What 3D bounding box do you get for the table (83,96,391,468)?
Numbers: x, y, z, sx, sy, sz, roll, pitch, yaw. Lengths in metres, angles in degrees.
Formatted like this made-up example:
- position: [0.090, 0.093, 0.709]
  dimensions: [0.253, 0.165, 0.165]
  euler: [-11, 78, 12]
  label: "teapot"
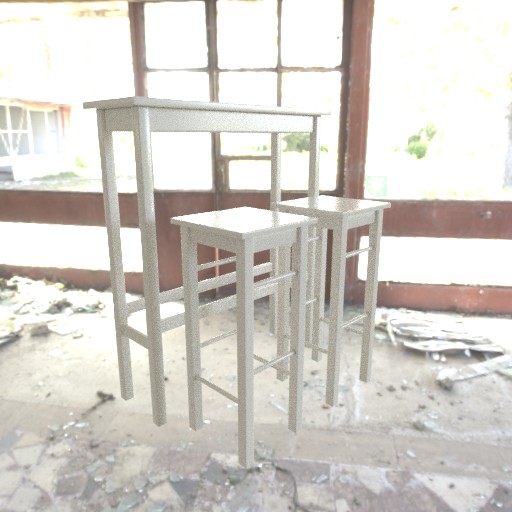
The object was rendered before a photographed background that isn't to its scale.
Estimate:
- position: [0.000, 0.000, 1.640]
  dimensions: [0.650, 1.065, 0.915]
  euler: [14, 21, 43]
  label: "table"
